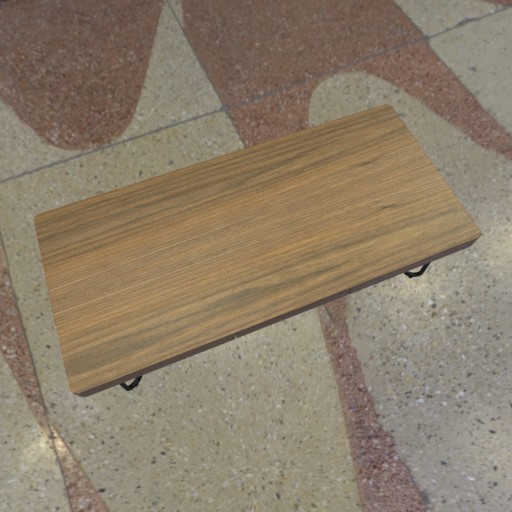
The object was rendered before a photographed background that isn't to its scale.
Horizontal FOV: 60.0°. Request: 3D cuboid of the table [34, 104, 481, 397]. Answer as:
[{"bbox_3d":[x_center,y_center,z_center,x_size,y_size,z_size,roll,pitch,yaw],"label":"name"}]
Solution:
[{"bbox_3d":[0.000,0.000,1.691,1.375,0.468,0.637,-20,66,-9],"label":"table"}]
